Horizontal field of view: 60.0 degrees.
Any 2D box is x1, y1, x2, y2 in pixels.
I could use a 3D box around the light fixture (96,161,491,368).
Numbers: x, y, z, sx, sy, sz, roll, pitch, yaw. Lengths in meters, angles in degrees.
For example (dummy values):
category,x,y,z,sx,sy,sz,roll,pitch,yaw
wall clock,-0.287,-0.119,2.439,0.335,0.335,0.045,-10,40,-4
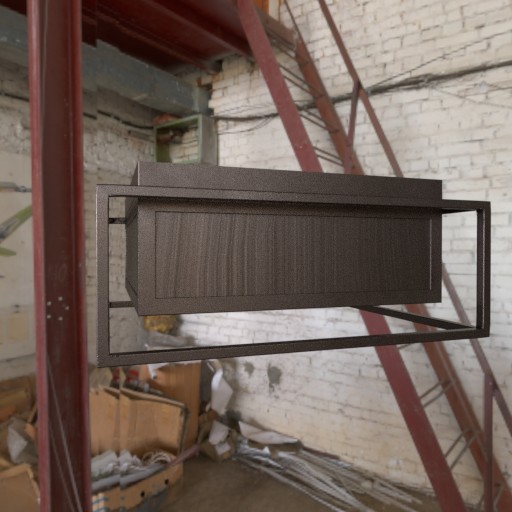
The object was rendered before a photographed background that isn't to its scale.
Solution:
category,x,y,z,sx,sy,sz,roll,pitch,yaw
light fixture,0.000,0.000,0.666,0.441,0.191,0.441,0,1,-18
